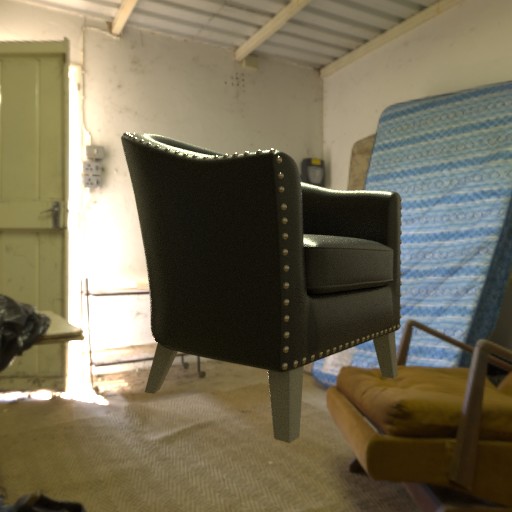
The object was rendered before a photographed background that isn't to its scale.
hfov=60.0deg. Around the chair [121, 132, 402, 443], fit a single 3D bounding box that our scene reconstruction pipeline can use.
[{"bbox_3d":[0.000,0.000,1.429,0.748,0.823,0.794,0,-1,37],"label":"chair"}]
